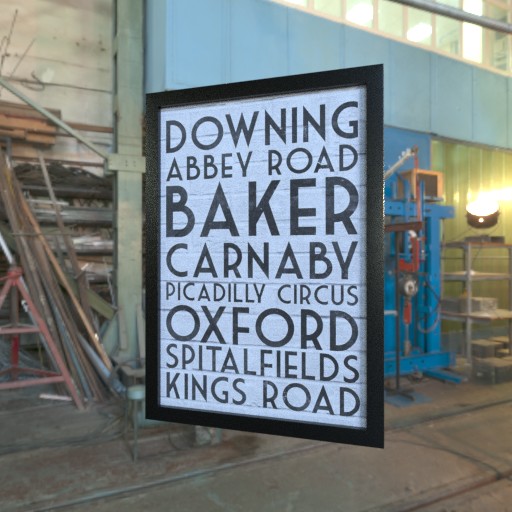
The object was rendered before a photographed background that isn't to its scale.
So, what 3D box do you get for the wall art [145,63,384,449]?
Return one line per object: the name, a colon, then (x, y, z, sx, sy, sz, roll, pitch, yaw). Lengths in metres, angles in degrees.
wall art: (0.000, 0.000, 0.833, 0.462, 0.656, 0.019, 0, 0, 18)
